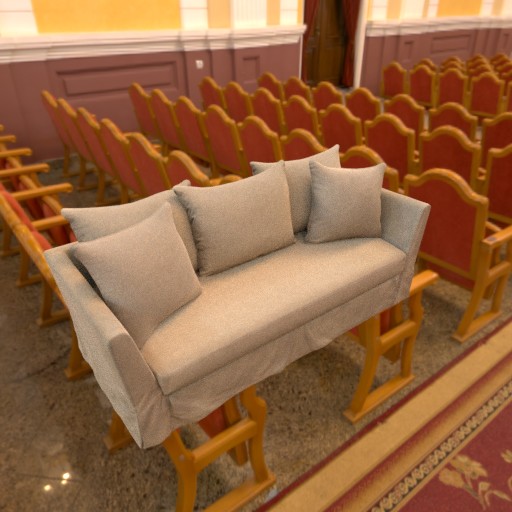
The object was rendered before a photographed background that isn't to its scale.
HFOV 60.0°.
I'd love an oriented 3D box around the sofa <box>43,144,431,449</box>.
[{"bbox_3d":[0.000,0.000,2.868,2.290,1.034,1.031,-21,36,-32],"label":"sofa"}]
